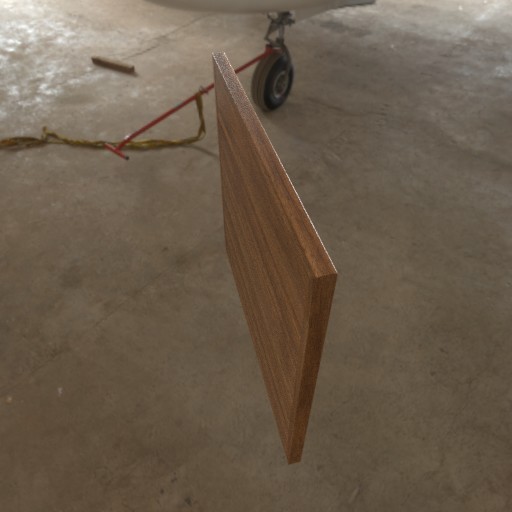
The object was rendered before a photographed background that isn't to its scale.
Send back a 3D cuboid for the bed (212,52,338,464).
[{"bbox_3d":[0.000,0.000,1.487,0.043,0.940,1.041,-10,47,-10],"label":"bed"}]
